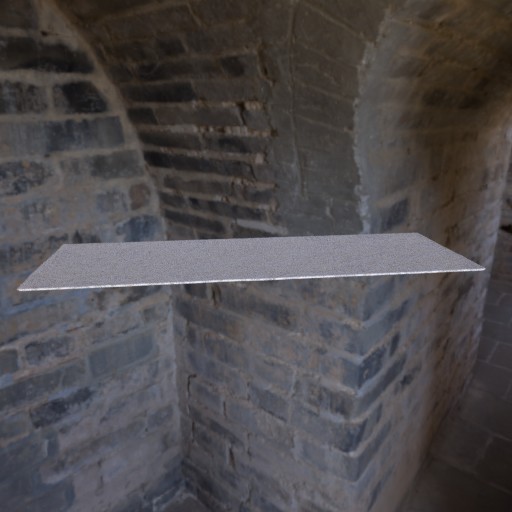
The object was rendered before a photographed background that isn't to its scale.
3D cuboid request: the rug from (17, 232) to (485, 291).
[{"bbox_3d":[0.000,0.000,2.649,2.436,0.013,0.807,-2,17,-7],"label":"rug"}]
